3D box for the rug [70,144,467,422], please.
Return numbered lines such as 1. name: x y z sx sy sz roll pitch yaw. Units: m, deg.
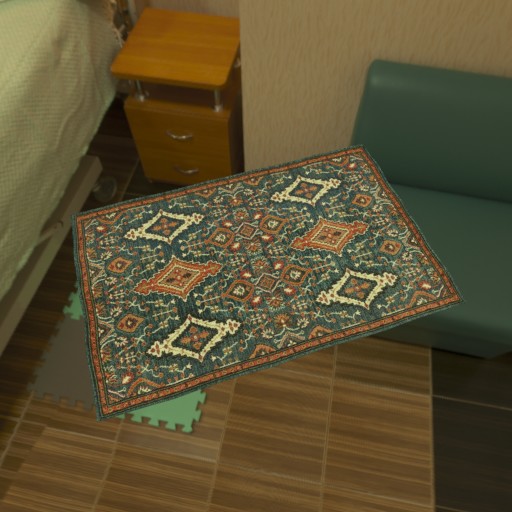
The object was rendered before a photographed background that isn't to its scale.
1. rug: 0.000 0.000 4.312 3.371 0.008 2.190 -16 58 -10
